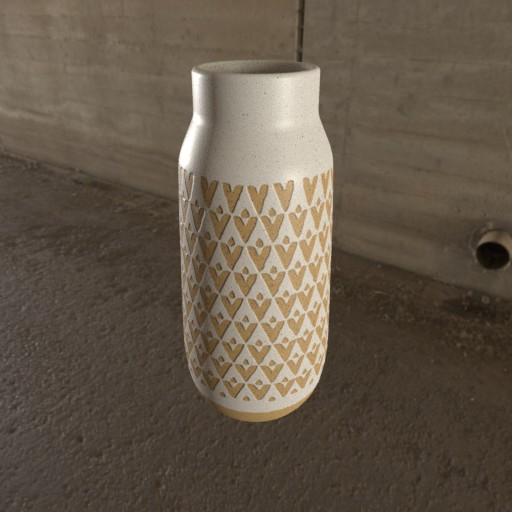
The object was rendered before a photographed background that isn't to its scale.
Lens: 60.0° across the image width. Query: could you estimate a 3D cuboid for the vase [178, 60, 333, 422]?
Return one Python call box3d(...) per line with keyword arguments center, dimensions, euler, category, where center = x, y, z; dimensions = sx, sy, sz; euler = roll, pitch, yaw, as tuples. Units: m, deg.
box3d(center=(0.000, 0.000, 0.387), dimensions=(0.137, 0.307, 0.137), euler=(0, 29, 0), category="vase")
